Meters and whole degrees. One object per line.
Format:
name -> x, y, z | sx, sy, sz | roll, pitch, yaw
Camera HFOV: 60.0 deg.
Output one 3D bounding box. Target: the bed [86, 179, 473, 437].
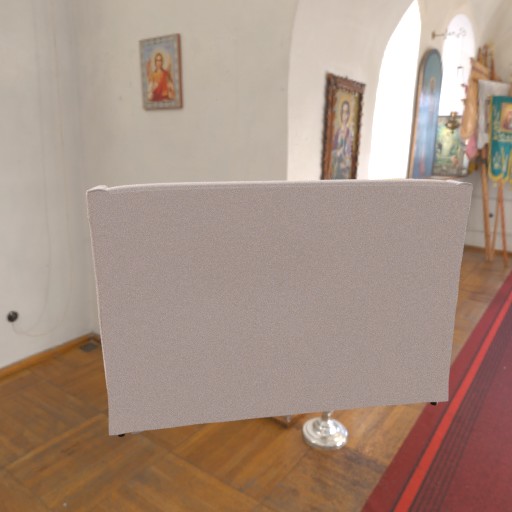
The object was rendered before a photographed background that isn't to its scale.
bed -> 0.000, 0.000, 3.355 | 1.925, 1.332, 2.276 | -2, 15, -9
